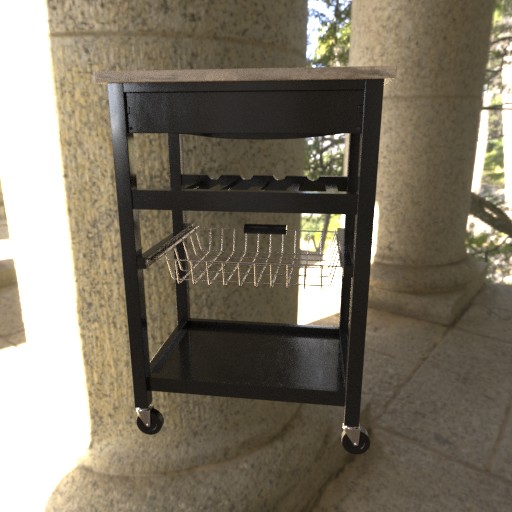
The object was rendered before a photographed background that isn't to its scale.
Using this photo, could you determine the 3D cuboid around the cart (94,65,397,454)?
[{"bbox_3d":[0.000,0.000,1.133,0.584,0.839,0.403,2,16,8],"label":"cart"}]
